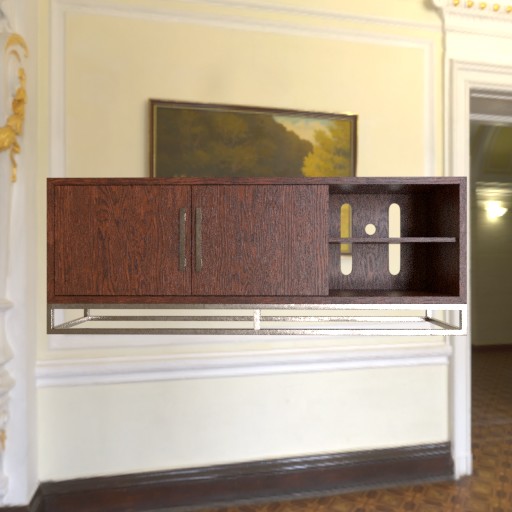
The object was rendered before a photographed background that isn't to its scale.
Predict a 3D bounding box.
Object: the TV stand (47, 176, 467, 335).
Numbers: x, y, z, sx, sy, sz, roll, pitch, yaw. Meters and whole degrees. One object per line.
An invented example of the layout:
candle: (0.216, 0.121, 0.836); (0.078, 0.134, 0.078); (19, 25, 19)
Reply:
TV stand: (0.000, 0.000, 1.793); (1.541, 0.578, 0.382); (0, 0, 1)
